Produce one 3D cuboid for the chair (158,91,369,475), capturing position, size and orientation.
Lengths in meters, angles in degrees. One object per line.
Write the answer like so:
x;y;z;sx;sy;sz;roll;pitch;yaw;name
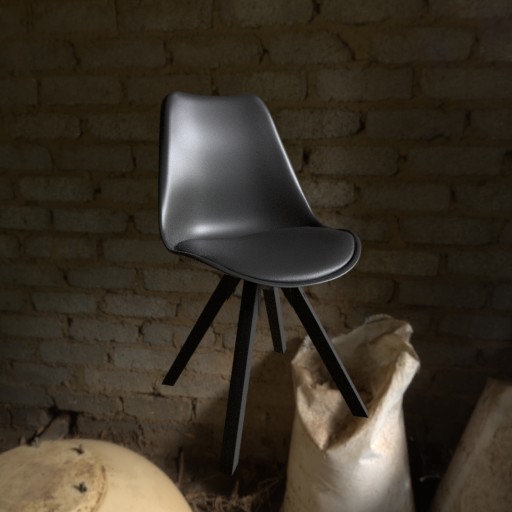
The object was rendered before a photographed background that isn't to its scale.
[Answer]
0.000;0.000;1.186;0.485;0.850;0.530;-9;19;-28;chair
